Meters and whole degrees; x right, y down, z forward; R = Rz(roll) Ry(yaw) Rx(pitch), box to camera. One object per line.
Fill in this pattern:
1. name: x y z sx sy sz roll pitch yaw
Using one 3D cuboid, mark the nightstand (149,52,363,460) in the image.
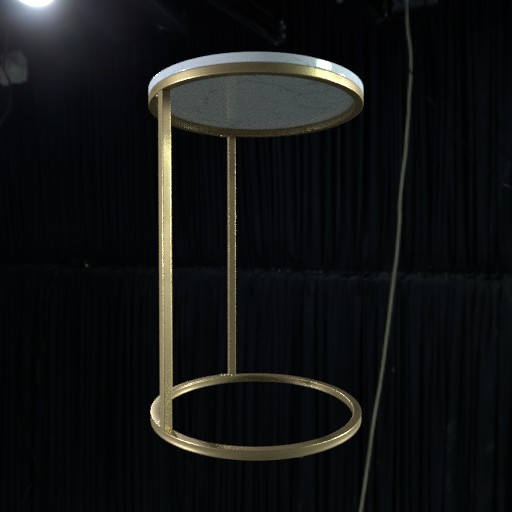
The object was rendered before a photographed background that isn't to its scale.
1. nightstand: 0.000 0.000 0.858 0.400 0.610 0.400 0 2 17
